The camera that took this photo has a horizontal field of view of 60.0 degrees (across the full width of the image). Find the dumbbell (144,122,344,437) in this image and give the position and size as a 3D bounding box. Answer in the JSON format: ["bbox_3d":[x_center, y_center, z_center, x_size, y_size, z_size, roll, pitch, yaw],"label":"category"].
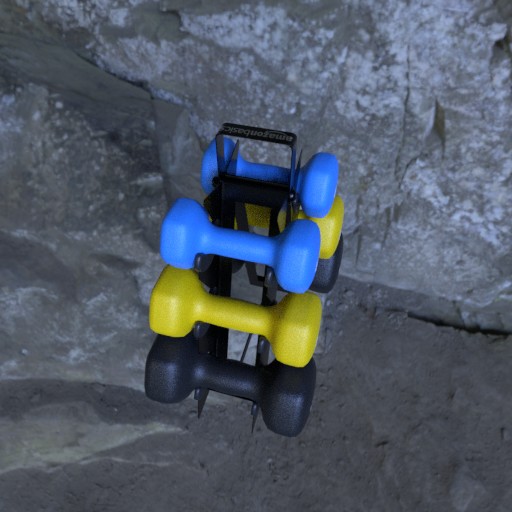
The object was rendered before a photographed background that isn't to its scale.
[{"bbox_3d":[0.000,0.000,0.675,0.255,0.426,0.409,12,49,11],"label":"dumbbell"}]
